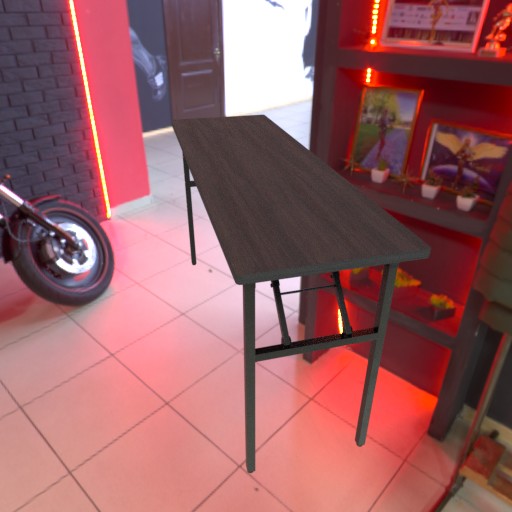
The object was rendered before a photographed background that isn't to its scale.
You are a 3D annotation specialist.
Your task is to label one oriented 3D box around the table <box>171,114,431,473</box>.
[{"bbox_3d":[0.000,0.000,1.711,0.449,0.750,1.399,-7,31,-13],"label":"table"}]
